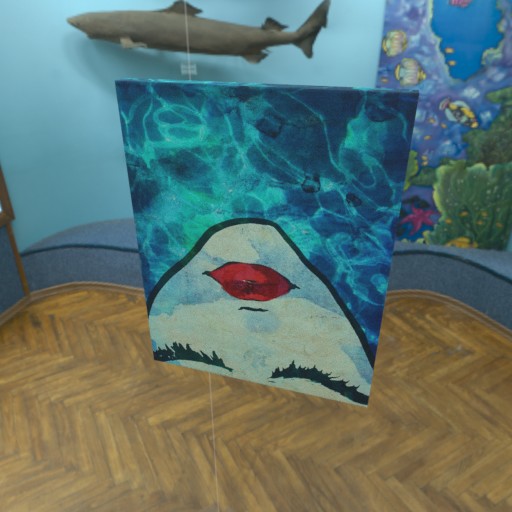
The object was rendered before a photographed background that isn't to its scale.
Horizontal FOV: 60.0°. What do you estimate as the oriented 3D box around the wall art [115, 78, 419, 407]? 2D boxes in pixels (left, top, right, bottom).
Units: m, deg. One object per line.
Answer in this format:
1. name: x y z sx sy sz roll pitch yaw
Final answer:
1. wall art: 0.000 0.000 0.875 0.508 0.635 0.038 8 29 15
